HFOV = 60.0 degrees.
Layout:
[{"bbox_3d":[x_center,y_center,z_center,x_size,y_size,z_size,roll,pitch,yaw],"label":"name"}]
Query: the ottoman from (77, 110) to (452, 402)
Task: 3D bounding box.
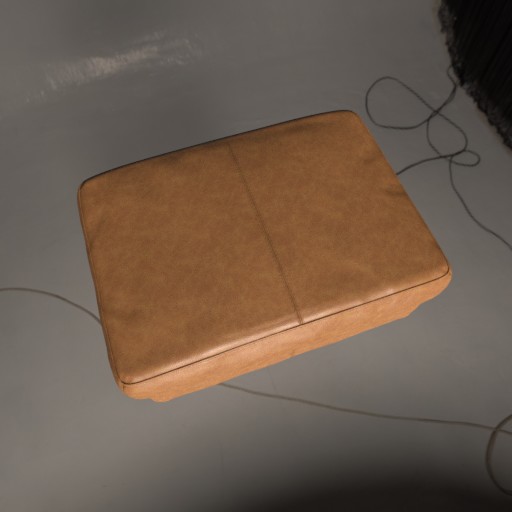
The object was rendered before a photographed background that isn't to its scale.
[{"bbox_3d":[0.000,0.000,1.293,0.869,0.461,0.630,-17,64,-9],"label":"ottoman"}]
